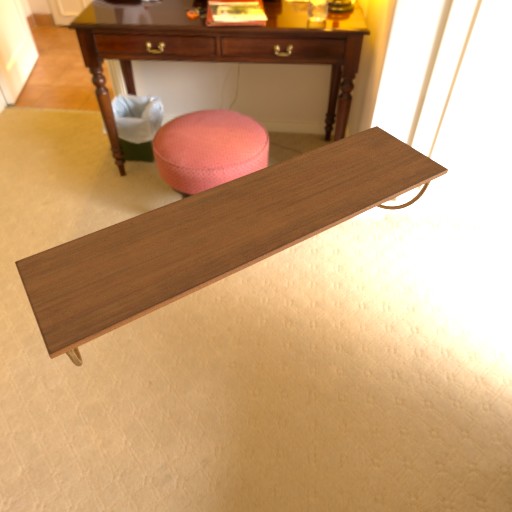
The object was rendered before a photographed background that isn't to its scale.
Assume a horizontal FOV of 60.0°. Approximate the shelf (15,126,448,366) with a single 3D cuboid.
[{"bbox_3d":[0.000,0.000,0.712,0.636,0.190,0.166,-25,51,-22],"label":"shelf"}]
